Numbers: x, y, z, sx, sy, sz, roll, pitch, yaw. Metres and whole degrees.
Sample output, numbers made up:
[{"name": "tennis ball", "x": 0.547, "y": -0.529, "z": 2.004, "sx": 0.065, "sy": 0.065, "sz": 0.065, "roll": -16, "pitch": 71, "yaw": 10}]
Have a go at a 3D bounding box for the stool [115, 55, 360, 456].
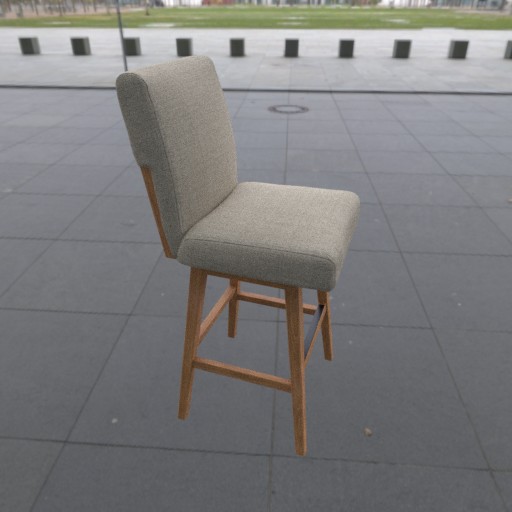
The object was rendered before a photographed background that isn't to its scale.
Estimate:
[{"name": "stool", "x": 0.000, "y": 0.000, "z": 1.389, "sx": 0.569, "sy": 1.106, "sz": 0.483, "roll": 10, "pitch": 31, "yaw": 17}]
